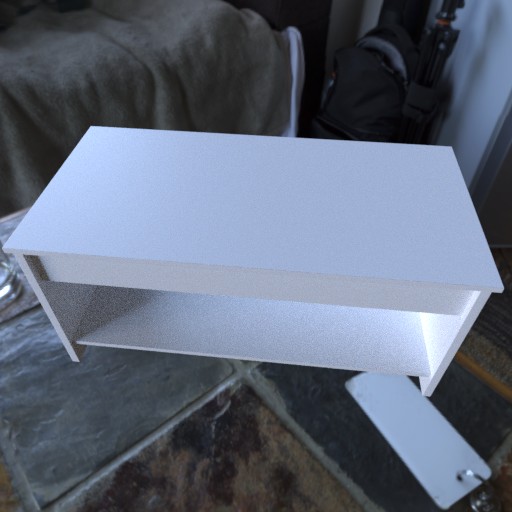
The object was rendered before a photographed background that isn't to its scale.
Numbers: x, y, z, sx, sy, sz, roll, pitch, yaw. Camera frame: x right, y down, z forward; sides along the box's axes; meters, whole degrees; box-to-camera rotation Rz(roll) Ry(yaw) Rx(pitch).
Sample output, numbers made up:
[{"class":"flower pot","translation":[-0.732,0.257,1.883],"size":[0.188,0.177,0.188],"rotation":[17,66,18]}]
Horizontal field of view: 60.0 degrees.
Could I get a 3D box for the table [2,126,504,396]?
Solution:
[{"class":"table","translation":[0.000,0.000,1.207],"size":[1.000,0.441,0.500],"rotation":[4,46,4]}]
